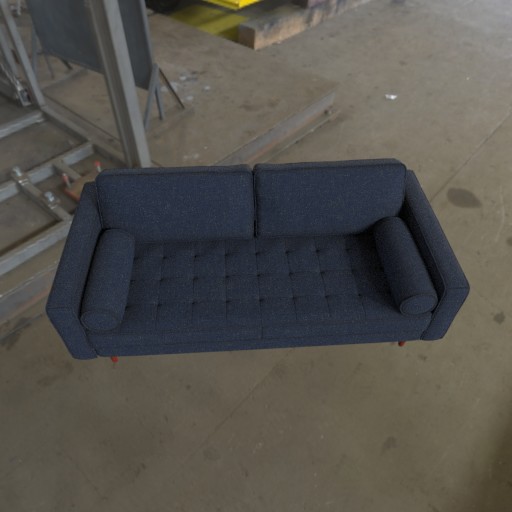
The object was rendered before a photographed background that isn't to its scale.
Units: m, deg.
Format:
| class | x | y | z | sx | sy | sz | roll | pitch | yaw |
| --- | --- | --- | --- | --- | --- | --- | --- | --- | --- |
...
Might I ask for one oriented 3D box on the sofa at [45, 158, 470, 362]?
| class | x | y | z | sx | sy | sz | roll | pitch | yaw |
| --- | --- | --- | --- | --- | --- | --- | --- | --- | --- |
| sofa | 0.000 | 0.000 | 2.358 | 1.880 | 0.762 | 0.914 | -3 | 48 | -2 |
